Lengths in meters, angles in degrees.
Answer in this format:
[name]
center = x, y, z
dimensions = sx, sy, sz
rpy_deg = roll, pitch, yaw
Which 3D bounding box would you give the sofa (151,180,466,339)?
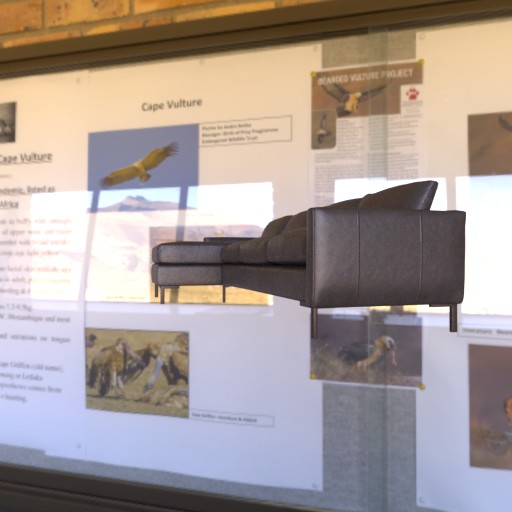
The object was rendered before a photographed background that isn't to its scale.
[sofa]
center = 0.000, 0.000, 3.582
dimensions = 1.471, 0.859, 2.993
rpy_deg = 0, -1, -17
